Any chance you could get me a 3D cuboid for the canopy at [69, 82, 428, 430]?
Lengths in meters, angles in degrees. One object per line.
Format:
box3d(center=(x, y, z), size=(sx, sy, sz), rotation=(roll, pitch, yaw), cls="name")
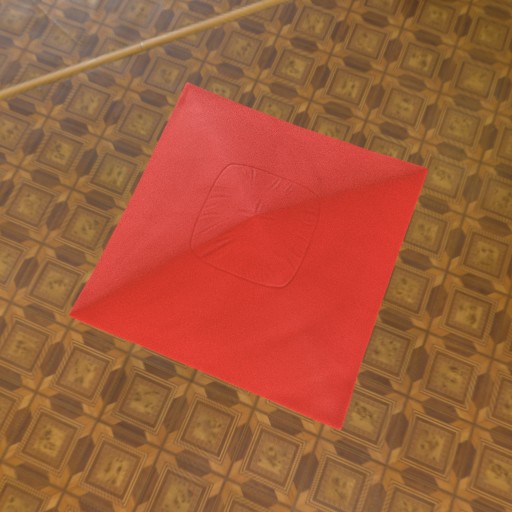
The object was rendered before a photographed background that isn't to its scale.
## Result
box3d(center=(0.000, 0.000, 5.488), size=(2.996, 2.997, 2.998), rotation=(21, 77, 5), cls="canopy")
